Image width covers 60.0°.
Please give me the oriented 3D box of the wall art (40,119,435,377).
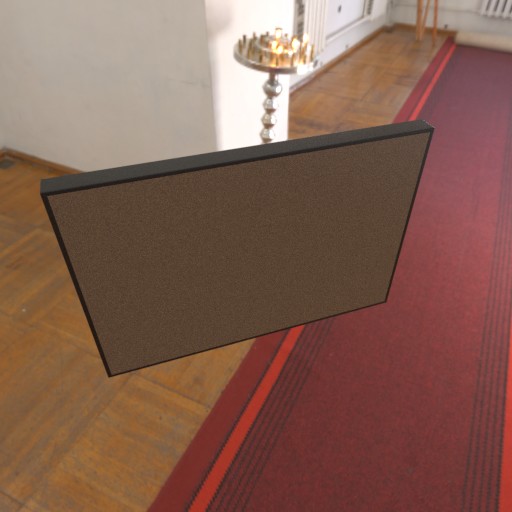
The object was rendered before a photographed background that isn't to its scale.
[{"bbox_3d":[0.000,0.000,1.235,0.939,0.640,0.058,-13,42,-14],"label":"wall art"}]
